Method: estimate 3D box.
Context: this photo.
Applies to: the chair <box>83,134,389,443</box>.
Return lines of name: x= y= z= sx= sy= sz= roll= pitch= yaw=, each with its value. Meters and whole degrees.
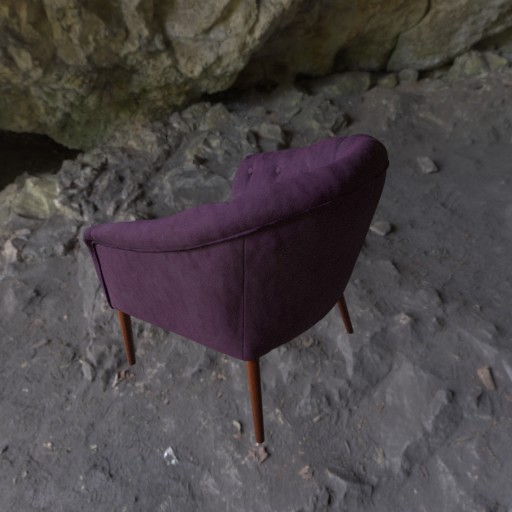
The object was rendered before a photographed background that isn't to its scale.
chair: x=0.000 y=0.000 z=1.538 sx=0.776 sy=0.885 sz=0.851 roll=22 pitch=38 yaw=30
